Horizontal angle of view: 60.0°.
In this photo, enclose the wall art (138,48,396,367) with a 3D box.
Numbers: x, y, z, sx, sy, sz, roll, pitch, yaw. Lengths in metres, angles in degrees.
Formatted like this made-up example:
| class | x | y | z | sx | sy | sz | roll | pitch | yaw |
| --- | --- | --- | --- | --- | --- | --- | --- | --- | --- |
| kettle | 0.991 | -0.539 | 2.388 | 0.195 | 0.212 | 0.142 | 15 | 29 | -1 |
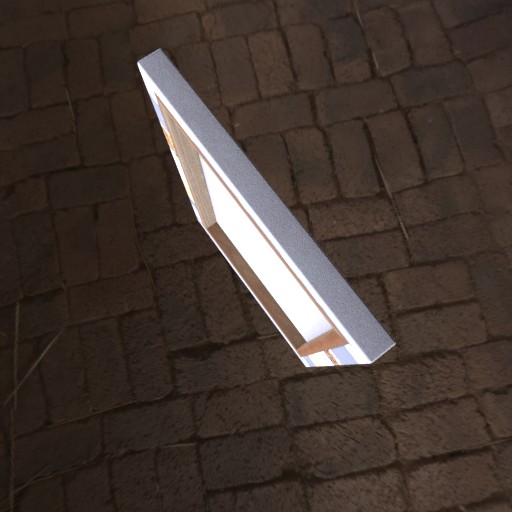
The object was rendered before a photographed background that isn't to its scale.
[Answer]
| class | x | y | z | sx | sy | sz | roll | pitch | yaw |
| --- | --- | --- | --- | --- | --- | --- | --- | --- | --- |
| wall art | 0.000 | 0.000 | 0.806 | 0.038 | 0.609 | 0.456 | -35 | 78 | -8 |
